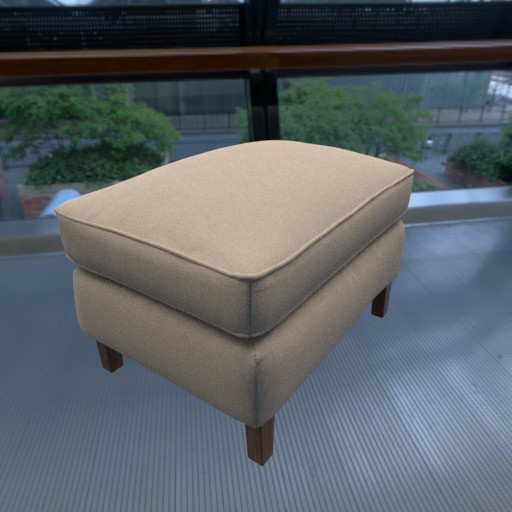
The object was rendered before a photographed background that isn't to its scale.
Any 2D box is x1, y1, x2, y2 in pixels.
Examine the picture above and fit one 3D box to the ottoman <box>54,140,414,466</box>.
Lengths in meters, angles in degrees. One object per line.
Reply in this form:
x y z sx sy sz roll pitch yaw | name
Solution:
0.000 0.000 0.991 0.501 0.456 0.665 18 32 32 | ottoman
